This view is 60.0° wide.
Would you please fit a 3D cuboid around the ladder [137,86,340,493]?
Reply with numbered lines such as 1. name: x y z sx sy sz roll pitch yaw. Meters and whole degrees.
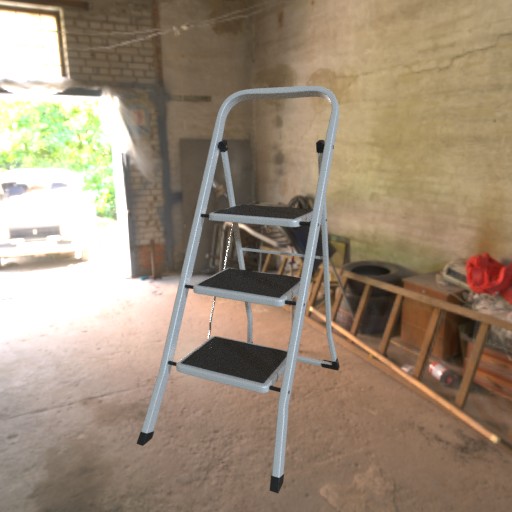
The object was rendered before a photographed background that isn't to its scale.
1. ladder: 0.000 0.000 1.417 0.460 1.050 0.711 7 16 24
